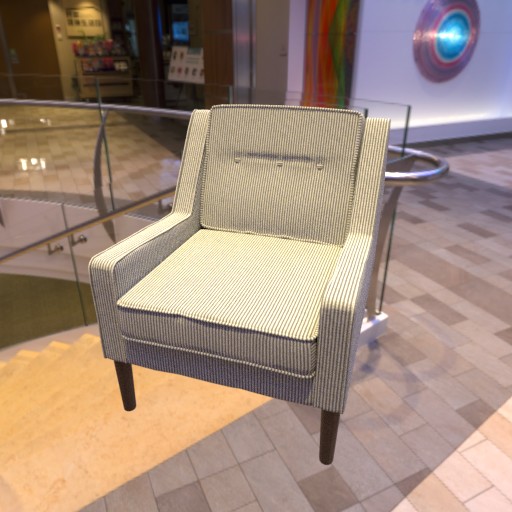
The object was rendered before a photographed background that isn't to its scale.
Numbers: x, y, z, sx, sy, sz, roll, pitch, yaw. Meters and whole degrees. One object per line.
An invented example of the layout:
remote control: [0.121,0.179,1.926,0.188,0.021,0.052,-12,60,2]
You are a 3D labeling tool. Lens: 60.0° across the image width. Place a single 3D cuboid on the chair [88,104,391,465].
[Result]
chair: [0.000,0.000,1.317,0.663,0.792,0.743,8,27,16]
